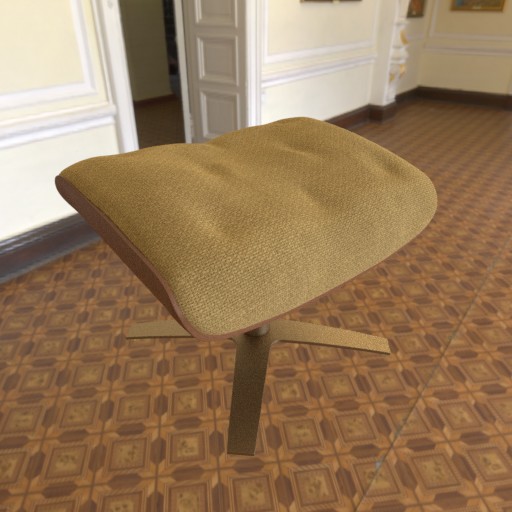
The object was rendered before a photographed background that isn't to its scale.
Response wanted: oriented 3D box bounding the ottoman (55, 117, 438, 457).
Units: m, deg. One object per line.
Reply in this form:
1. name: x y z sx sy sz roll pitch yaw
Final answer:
1. ottoman: 0.000 0.000 0.784 0.520 0.391 0.394 -23 37 -34
